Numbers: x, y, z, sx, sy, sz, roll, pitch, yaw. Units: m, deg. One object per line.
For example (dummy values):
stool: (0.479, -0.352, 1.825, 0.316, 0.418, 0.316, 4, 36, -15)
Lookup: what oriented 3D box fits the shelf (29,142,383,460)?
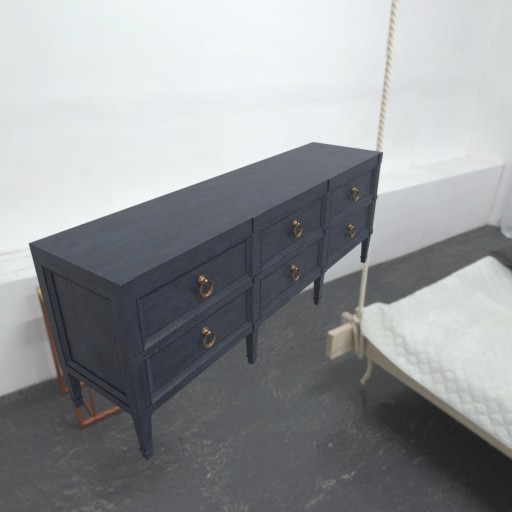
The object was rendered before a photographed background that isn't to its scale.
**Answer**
shelf: (0.000, 0.000, 2.163, 0.471, 0.715, 1.878, 18, 32, 32)
